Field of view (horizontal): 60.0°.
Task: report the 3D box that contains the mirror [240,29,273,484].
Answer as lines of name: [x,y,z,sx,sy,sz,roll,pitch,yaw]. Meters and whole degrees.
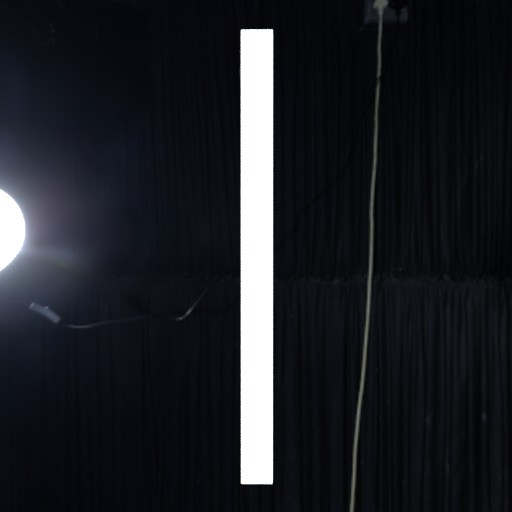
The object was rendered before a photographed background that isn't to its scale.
mirror: [0.000,0.000,0.699,0.041,0.509,0.406,0,1,0]
